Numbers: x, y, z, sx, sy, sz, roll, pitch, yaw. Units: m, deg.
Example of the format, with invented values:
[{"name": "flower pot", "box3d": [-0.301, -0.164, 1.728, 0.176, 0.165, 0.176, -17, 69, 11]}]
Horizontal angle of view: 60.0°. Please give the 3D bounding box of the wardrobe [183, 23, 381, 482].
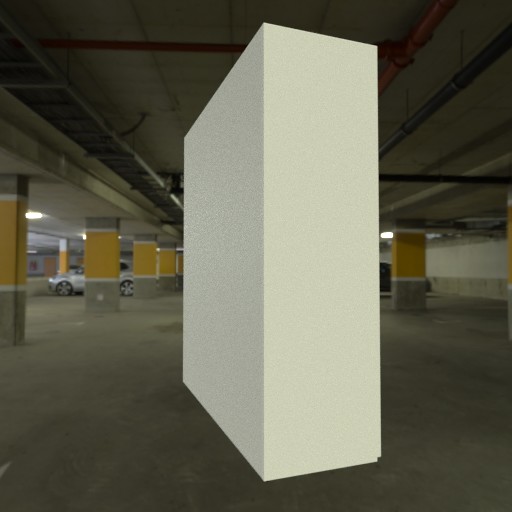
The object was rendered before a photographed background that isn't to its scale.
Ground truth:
[{"name": "wardrobe", "box3d": [0.000, 0.000, 2.907, 0.600, 2.020, 1.830, 1, -2, -20]}]
